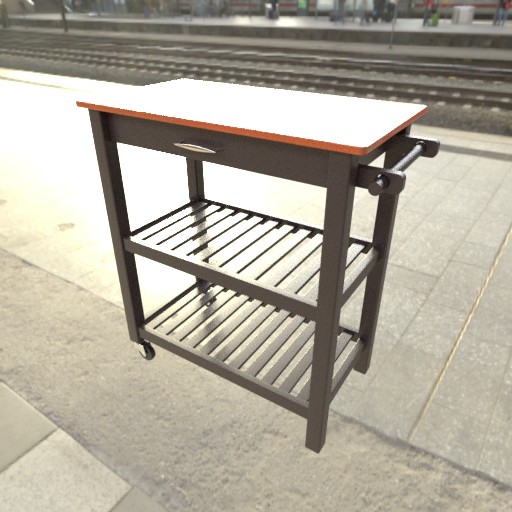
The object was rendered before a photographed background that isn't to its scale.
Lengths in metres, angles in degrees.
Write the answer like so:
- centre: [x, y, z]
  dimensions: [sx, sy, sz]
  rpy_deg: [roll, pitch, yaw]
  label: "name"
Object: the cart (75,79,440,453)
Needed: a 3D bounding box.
- centre: [0.000, 0.000, 1.403]
  dimensions: [0.899, 0.927, 0.457]
  rpy_deg: [18, 34, 28]
  label: "cart"
